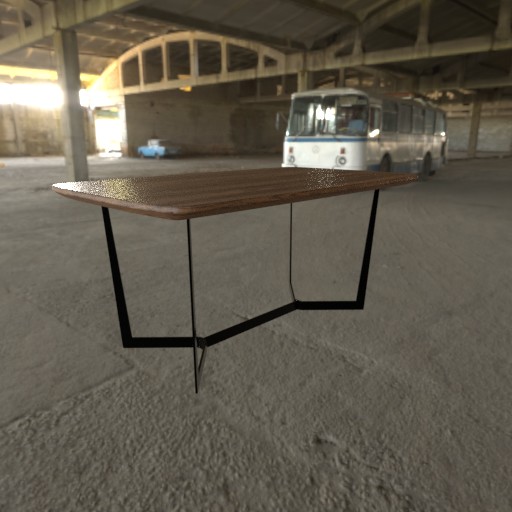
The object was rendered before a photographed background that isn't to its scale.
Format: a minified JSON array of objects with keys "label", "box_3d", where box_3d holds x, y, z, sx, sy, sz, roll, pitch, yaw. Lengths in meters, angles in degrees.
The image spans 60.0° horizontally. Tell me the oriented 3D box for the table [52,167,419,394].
[{"label":"table","box_3d":[0.000,0.000,2.221,0.949,0.765,1.643,14,21,43]}]
